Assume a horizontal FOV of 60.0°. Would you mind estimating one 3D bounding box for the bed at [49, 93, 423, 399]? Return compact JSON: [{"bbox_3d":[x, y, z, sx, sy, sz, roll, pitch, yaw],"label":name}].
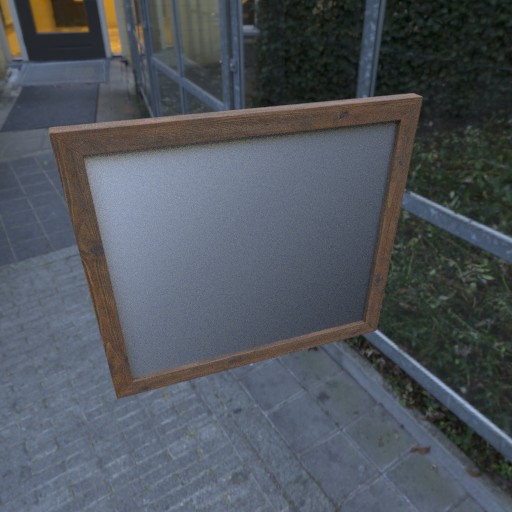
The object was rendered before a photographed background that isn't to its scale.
[{"bbox_3d":[0.000,0.000,1.457,1.046,0.942,0.046,-11,35,-16],"label":"bed"}]
